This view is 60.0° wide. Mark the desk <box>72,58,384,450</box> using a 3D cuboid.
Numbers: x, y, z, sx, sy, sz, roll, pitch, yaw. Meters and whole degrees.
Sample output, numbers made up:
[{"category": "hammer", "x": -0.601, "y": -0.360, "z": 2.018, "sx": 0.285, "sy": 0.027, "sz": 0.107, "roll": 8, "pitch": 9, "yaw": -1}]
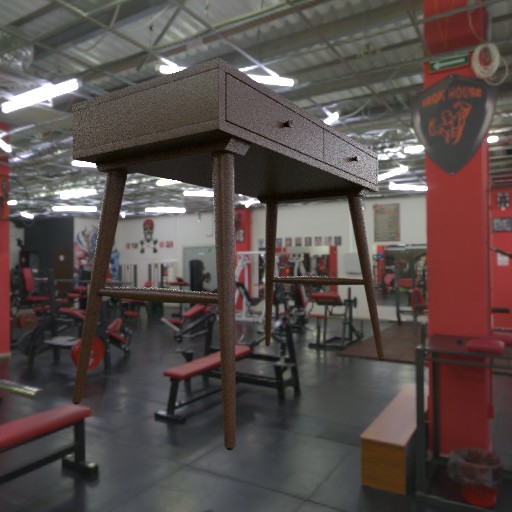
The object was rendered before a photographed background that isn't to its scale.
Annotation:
[{"category": "desk", "x": 0.000, "y": 0.000, "z": 1.376, "sx": 0.510, "sy": 0.758, "sz": 0.949, "roll": 0, "pitch": -1, "yaw": 34}]
